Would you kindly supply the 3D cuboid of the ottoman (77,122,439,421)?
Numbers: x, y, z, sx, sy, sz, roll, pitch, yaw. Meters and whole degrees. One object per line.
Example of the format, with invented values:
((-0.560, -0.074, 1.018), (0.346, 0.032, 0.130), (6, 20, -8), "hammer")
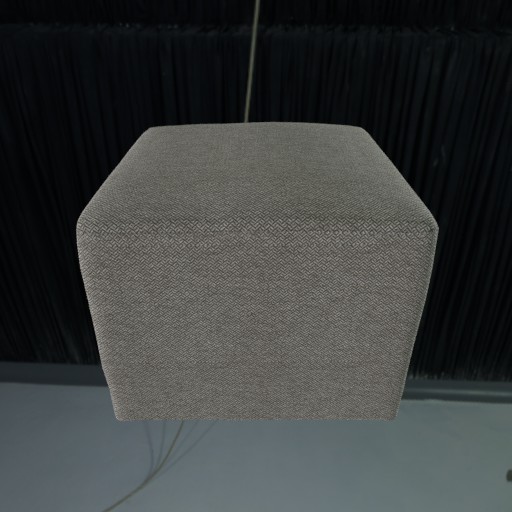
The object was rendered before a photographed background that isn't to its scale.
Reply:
((0.000, 0.000, 0.908), (0.512, 0.453, 0.519), (0, 31, 0), "ottoman")
